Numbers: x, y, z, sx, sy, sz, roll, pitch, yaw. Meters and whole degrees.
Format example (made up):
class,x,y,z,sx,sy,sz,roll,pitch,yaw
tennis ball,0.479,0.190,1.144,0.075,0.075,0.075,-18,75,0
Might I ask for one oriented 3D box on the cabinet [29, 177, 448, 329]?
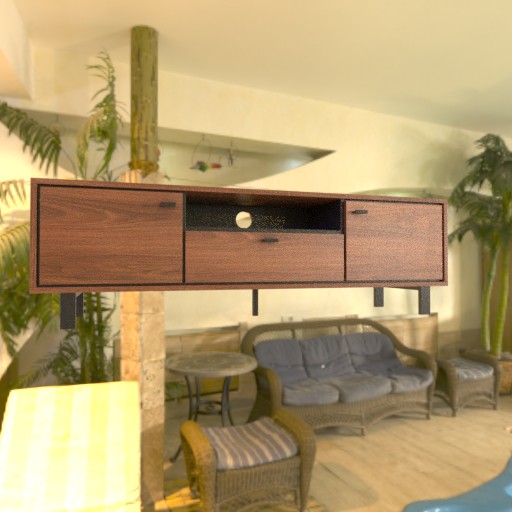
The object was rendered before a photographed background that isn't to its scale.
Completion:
class,x,y,z,sx,sy,sz,roll,pitch,yaw
cabinet,0.000,0.000,1.851,1.650,0.500,0.400,0,-1,-17
